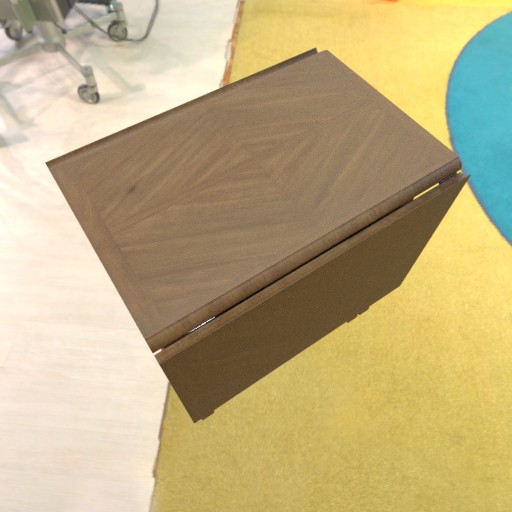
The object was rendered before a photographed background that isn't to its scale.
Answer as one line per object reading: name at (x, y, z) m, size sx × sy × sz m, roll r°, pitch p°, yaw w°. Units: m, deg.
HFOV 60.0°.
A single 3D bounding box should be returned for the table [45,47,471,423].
table at (0.000, 0.000, 1.640) m, size 0.967 × 0.981 × 0.701 m, roll -30°, pitch 63°, yaw -17°
